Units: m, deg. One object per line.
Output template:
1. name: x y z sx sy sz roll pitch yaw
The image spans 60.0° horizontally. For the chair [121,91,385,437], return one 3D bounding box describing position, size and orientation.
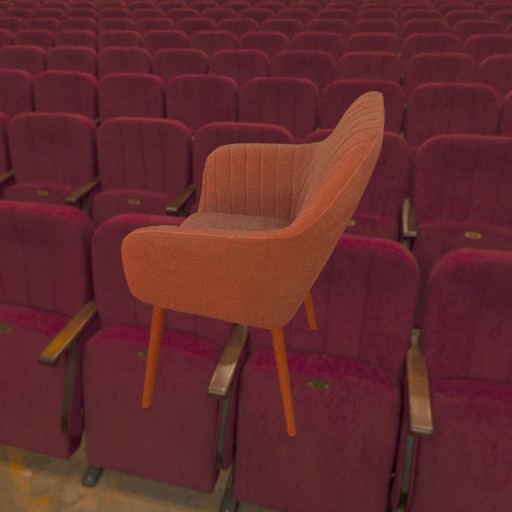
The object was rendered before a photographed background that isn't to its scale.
1. chair: 0.000 0.000 1.214 0.570 0.832 0.610 7 32 12
